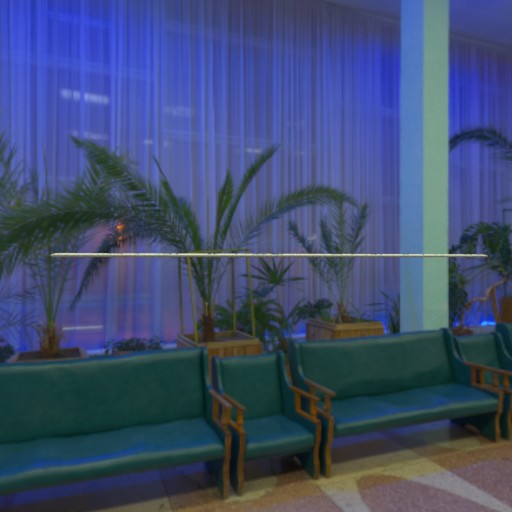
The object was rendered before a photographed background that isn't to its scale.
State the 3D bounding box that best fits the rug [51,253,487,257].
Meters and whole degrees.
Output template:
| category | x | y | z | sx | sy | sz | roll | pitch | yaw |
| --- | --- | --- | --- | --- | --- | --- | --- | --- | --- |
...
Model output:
| category | x | y | z | sx | sy | sz | roll | pitch | yaw |
| --- | --- | --- | --- | --- | --- | --- | --- | --- | --- |
| rug | 0.000 | 0.000 | 3.451 | 2.746 | 0.018 | 1.819 | 0 | 0 | -20 |
